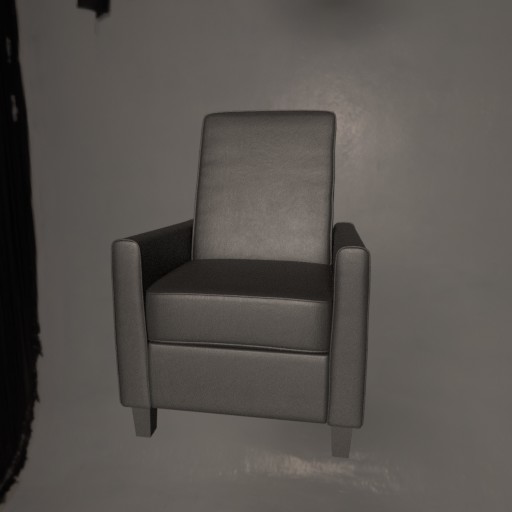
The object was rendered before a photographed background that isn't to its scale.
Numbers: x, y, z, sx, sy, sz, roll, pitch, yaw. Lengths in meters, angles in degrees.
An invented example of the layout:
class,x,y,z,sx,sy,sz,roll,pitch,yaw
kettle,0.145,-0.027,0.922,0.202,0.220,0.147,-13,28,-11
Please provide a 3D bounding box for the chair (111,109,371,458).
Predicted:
class,x,y,z,sx,sy,sz,roll,pitch,yaw
chair,0.000,0.000,1.512,0.705,1.013,0.746,2,13,9
